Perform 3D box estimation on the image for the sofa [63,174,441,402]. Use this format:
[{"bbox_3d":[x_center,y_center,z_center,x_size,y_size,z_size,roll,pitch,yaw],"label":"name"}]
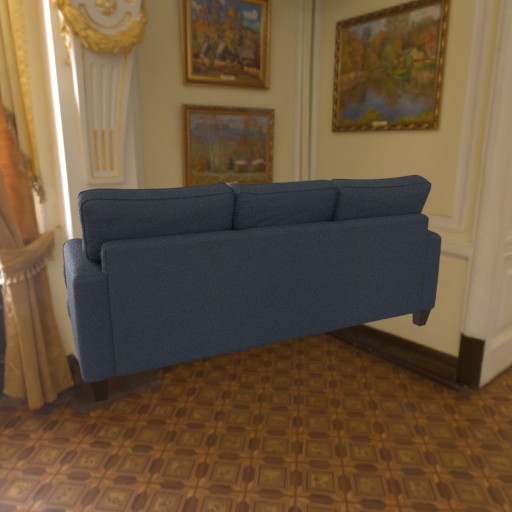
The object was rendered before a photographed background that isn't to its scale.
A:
[{"bbox_3d":[0.000,0.000,2.719,2.158,0.965,0.951,-7,16,-25],"label":"sofa"}]
